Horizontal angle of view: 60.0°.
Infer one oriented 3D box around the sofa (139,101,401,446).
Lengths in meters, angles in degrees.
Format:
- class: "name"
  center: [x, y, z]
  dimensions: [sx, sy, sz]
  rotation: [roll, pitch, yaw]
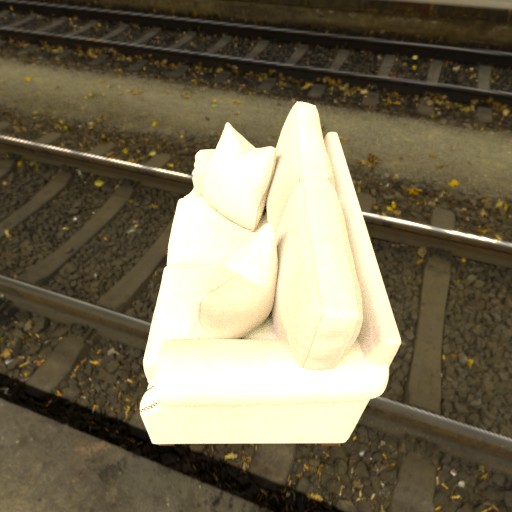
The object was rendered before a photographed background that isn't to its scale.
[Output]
- class: "sofa"
  center: [0.000, 0.000, 2.233]
  dimensions: [0.966, 0.966, 1.701]
  rotation: [0, 42, 0]
